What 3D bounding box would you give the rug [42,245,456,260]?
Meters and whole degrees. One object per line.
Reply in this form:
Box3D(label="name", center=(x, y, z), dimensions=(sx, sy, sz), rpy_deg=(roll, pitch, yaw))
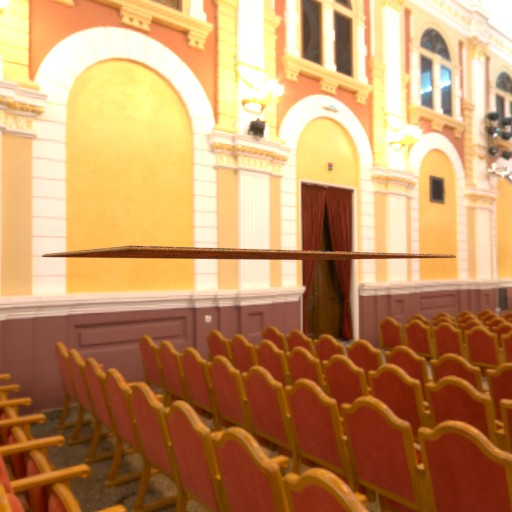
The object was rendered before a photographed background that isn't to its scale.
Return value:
Box3D(label="rug", center=(0.000, 0.000, 1.095), dimensions=(0.863, 0.008, 0.557), rpy_deg=(1, -2, -37))
